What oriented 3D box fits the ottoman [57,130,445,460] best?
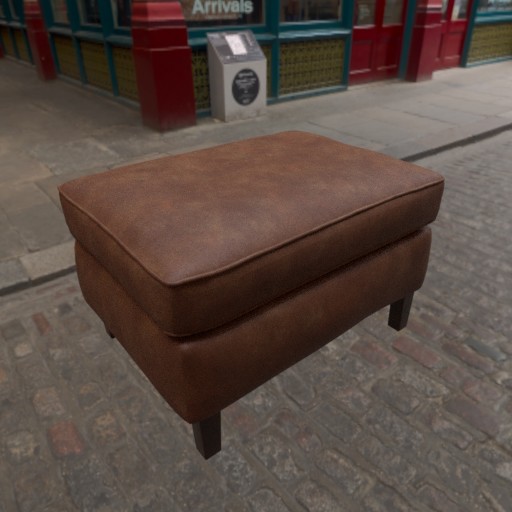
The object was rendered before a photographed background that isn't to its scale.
[{"bbox_3d":[0.000,0.000,0.973,0.665,0.418,0.501,-22,37,-32],"label":"ottoman"}]
